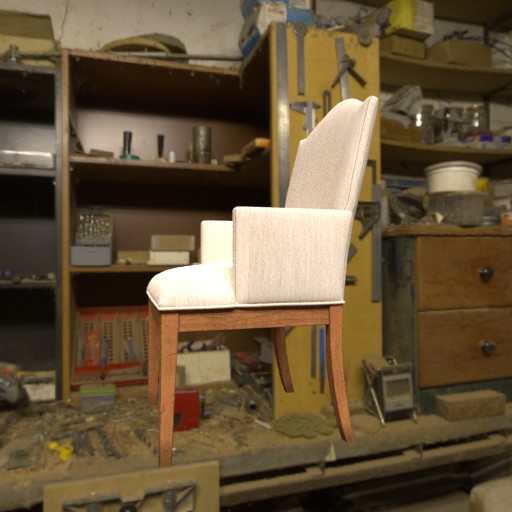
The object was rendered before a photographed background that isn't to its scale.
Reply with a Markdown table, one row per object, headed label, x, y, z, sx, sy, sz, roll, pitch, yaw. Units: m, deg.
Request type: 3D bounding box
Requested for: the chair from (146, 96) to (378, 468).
| label | x | y | z | sx | sy | sz | roll | pitch | yaw |
| --- | --- | --- | --- | --- | --- | --- | --- | --- | --- |
| chair | 0.000 | 0.000 | 1.385 | 0.641 | 1.016 | 0.533 | 0 | 0 | -17 |
